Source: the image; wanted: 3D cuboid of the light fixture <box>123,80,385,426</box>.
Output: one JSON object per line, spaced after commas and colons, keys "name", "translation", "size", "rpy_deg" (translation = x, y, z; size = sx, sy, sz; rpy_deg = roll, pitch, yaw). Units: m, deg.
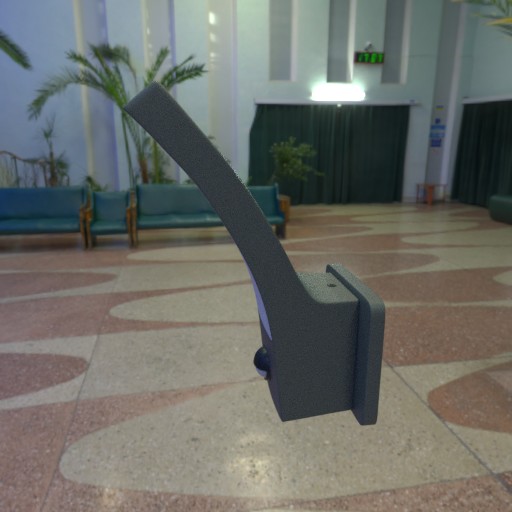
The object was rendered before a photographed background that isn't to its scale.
{"name": "light fixture", "translation": [0.000, 0.000, 0.337], "size": [0.174, 0.243, 0.108], "rpy_deg": [-2, 15, -8]}
